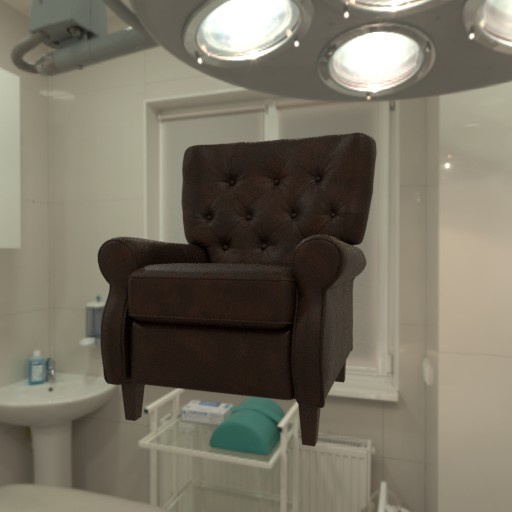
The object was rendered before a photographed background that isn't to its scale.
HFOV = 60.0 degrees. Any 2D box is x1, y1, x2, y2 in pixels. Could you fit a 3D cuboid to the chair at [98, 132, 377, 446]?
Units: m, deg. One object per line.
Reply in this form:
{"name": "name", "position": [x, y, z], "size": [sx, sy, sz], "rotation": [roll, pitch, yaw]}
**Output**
{"name": "chair", "position": [0.000, 0.000, 1.870], "size": [0.948, 1.158, 1.058], "rotation": [0, 1, 18]}
